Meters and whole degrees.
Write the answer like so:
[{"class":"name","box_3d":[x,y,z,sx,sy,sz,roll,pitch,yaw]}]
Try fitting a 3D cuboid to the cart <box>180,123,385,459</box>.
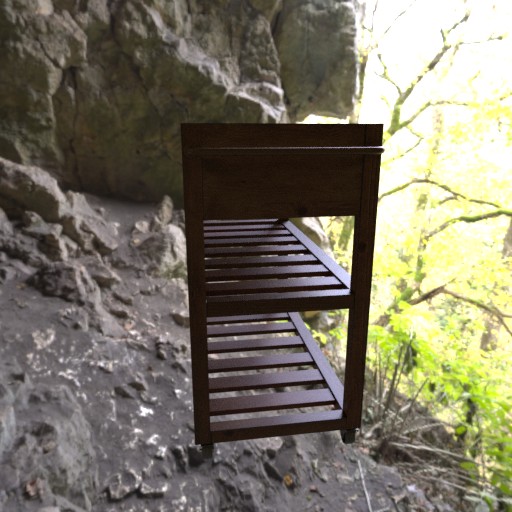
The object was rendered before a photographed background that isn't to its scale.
[{"class":"cart","box_3d":[0.000,0.000,1.464,0.445,0.830,1.065,-2,16,-8]}]
